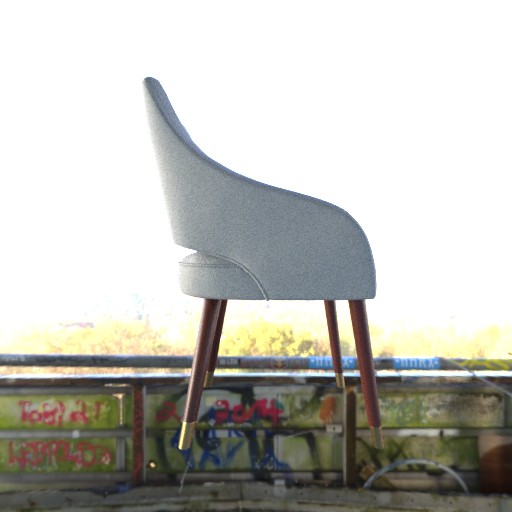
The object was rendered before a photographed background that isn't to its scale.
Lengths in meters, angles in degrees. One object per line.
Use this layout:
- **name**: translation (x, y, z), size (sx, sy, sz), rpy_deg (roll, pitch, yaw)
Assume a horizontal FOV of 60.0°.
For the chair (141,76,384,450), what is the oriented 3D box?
- **chair**: translation (0.000, 0.000, 1.270), size (0.600, 0.889, 0.609), rpy_deg (0, 0, 0)
